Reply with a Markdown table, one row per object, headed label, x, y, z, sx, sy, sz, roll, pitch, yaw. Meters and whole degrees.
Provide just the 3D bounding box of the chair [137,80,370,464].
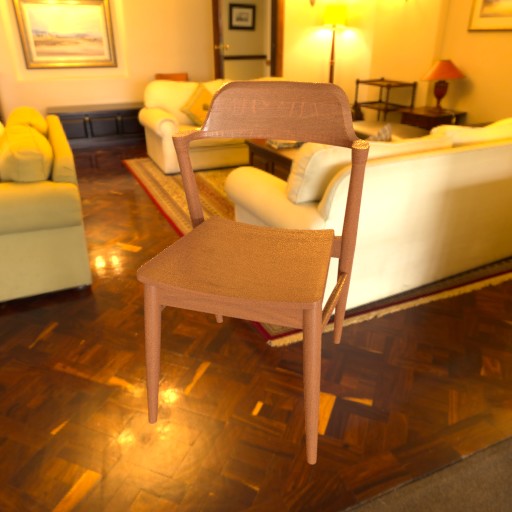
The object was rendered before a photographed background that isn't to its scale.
| label | x | y | z | sx | sy | sz | roll | pitch | yaw |
| --- | --- | --- | --- | --- | --- | --- | --- | --- | --- |
| chair | 0.000 | 0.000 | 1.137 | 0.496 | 0.801 | 0.499 | 8 | 27 | 15 |
